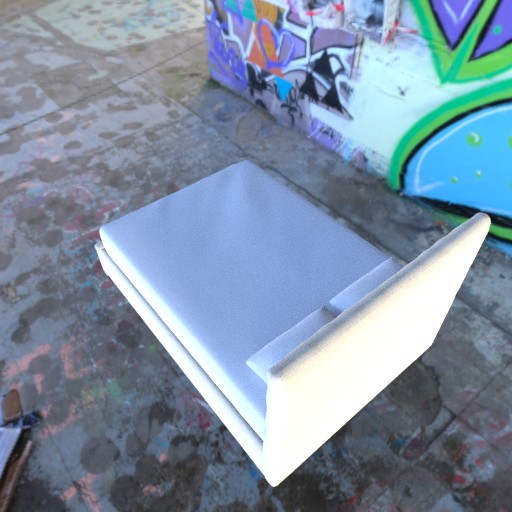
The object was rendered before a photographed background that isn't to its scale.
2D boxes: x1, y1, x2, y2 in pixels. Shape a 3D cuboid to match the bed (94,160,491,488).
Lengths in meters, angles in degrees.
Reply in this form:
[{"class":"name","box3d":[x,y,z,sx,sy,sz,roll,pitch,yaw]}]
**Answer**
[{"class":"bed","box3d":[0.000,0.000,3.361,1.698,1.427,2.387,-31,53,-26]}]
